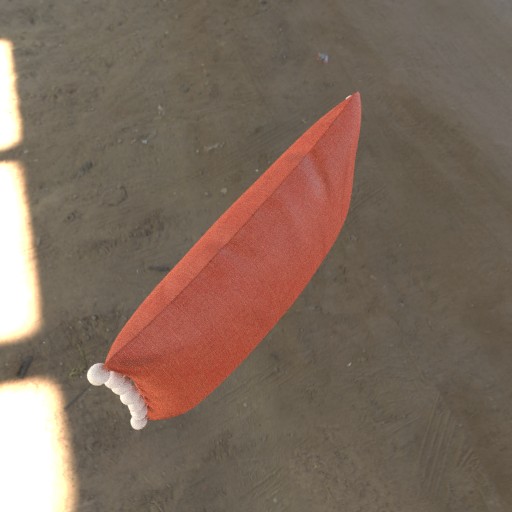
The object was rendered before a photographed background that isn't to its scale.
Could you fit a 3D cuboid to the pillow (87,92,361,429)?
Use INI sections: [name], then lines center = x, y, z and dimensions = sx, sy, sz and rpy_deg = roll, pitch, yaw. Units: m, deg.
[pillow]
center = 0.000, 0.000, 0.828
dimensions = 0.201, 0.322, 0.709
rpy_deg = 32, 63, 18
